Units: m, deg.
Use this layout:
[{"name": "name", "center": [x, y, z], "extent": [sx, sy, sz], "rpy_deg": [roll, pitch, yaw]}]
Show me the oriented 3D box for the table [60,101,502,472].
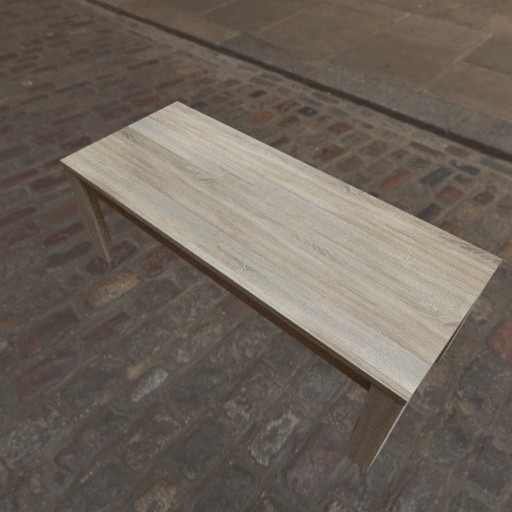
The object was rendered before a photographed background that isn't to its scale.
[{"name": "table", "center": [0.000, 0.000, 2.571], "extent": [2.200, 0.790, 0.900], "rpy_deg": [33, 55, 26]}]
